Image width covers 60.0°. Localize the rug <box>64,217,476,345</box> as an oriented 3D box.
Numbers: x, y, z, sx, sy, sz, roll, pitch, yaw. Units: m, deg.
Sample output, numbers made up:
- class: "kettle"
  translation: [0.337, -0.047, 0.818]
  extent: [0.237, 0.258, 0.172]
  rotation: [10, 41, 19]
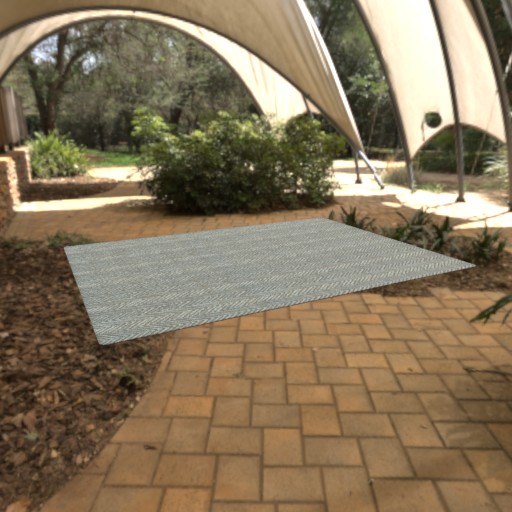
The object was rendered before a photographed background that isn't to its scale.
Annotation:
- class: "rug"
  translation: [0.000, 0.000, 5.207]
  extent: [3.957, 0.011, 2.894]
  rotation: [-8, 19, -26]
